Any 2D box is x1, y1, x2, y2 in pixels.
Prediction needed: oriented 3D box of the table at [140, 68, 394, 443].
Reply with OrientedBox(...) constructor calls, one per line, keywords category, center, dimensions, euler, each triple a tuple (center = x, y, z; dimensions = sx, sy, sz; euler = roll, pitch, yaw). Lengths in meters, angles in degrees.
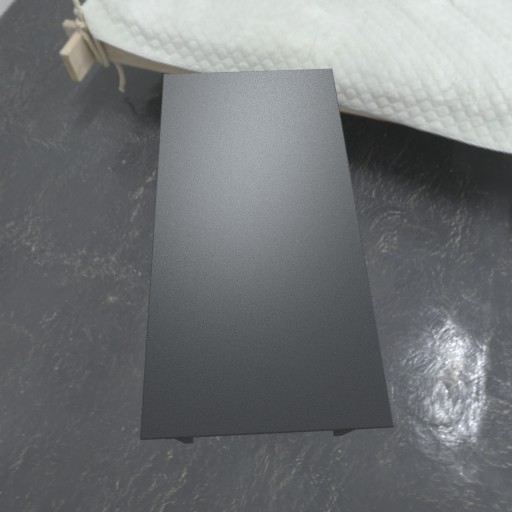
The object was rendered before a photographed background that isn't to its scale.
OrientedBox(category="table", center=(0.000, 0.000, 1.350), dimensions=(0.523, 0.470, 1.044), euler=(-2, 64, -1))
